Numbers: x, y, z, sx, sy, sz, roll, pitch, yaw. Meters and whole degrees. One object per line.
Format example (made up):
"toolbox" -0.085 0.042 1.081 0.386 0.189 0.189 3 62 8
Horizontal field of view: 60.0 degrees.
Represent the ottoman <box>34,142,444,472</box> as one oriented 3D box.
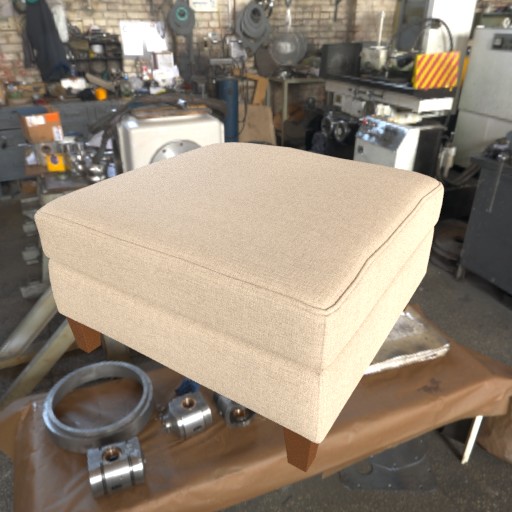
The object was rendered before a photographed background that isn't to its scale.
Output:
"ottoman" 0.000 0.000 1.309 0.838 0.503 0.838 17 32 29
